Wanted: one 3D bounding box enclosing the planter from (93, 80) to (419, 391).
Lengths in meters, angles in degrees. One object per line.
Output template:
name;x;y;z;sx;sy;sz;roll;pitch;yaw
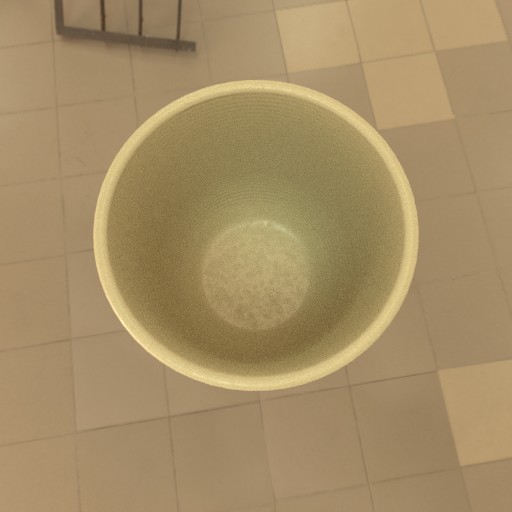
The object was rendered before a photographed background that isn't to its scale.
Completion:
planter;0.000;0.000;0.304;0.170;0.153;0.170;0;76;0
